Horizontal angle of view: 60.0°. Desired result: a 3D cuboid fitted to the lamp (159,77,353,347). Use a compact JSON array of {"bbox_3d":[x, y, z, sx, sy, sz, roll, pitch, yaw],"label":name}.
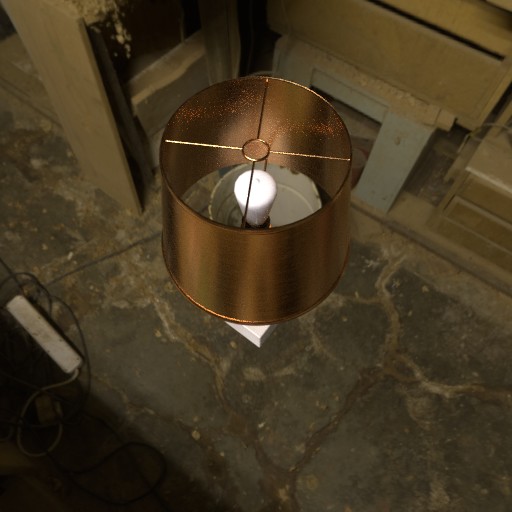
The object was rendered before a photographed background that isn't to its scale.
[{"bbox_3d":[0.000,0.000,0.539,0.208,0.406,0.208,0,64,0],"label":"lamp"}]
